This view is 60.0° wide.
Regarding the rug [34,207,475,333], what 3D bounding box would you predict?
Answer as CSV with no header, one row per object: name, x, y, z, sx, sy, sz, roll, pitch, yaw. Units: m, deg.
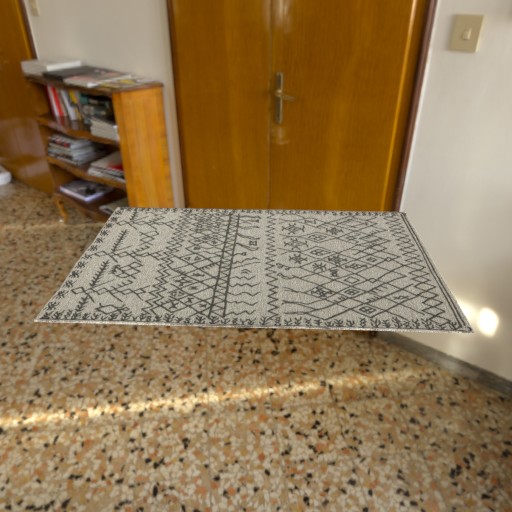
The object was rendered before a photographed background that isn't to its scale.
rug,0.000,0.000,4.861,3.824,0.019,2.393,1,31,2
